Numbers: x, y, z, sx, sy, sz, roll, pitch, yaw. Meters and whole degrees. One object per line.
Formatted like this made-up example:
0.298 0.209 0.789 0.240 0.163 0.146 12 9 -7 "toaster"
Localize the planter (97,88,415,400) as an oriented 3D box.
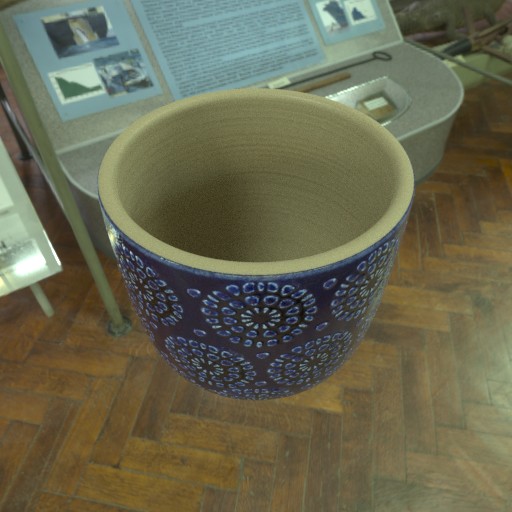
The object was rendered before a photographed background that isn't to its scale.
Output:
0.000 0.000 0.286 0.165 0.149 0.165 0 46 0 "planter"
